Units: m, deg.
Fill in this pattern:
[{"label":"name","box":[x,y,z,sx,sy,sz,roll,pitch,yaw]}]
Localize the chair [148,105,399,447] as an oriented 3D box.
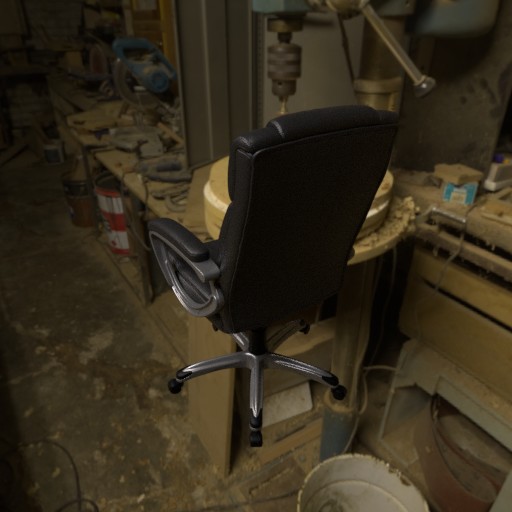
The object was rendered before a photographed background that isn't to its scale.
[{"label":"chair","box":[0.000,0.000,1.597,0.721,1.130,0.719,-17,34,-28]}]
